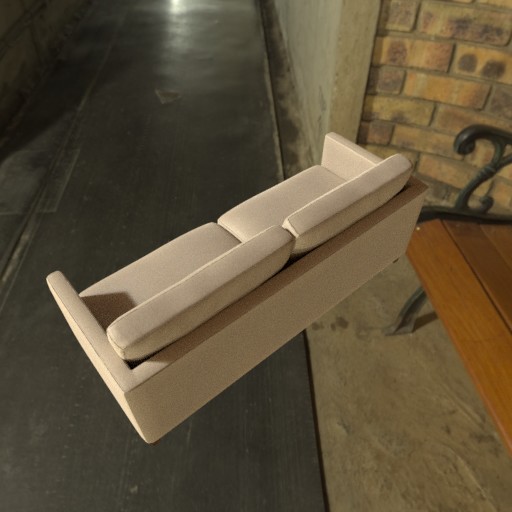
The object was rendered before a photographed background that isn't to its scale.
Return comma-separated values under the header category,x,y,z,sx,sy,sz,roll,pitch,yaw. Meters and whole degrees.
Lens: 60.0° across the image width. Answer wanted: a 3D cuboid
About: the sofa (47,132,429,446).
category,x,y,z,sx,sy,sz,roll,pitch,yaw
sofa,0.000,0.000,2.954,2.361,0.968,0.951,-32,55,-26
